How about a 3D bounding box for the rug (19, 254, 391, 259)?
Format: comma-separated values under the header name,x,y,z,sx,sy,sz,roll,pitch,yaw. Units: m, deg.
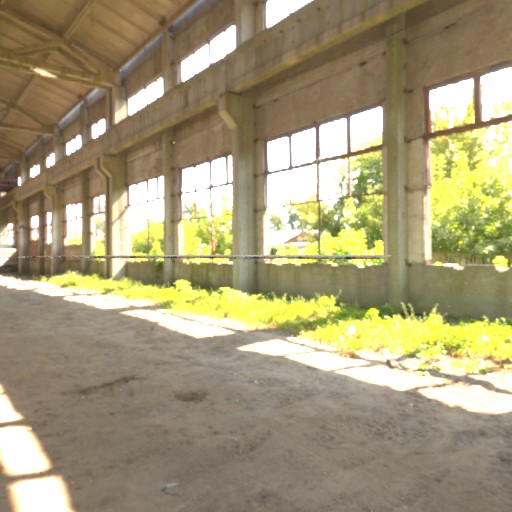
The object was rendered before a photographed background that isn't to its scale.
name,x,y,z,sx,sy,sz,roll,pitch,yaw
rug,0.000,0.000,2.240,1.278,0.009,1.730,0,0,18
